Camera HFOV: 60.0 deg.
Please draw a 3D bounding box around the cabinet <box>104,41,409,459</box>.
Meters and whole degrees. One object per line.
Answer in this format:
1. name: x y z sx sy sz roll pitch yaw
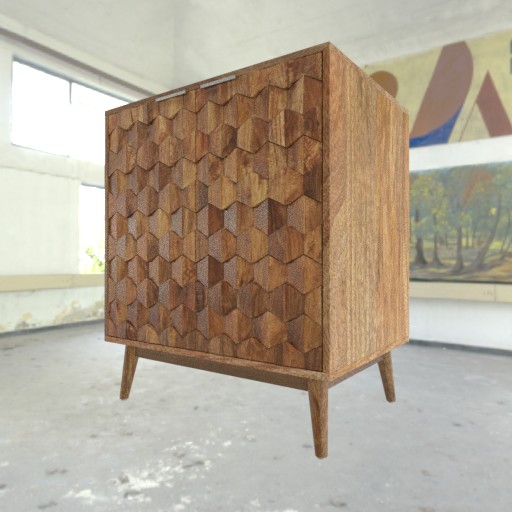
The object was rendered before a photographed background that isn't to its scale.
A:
1. cabinet: 0.000 0.000 1.155 0.647 0.758 0.473 0 0 36
